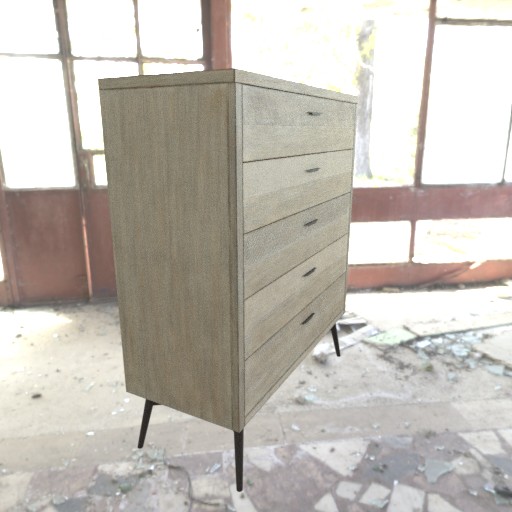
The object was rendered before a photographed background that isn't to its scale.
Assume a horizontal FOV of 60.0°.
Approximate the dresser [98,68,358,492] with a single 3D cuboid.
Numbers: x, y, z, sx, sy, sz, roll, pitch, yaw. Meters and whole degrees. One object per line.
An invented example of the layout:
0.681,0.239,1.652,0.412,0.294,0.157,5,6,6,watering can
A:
0.000,0.000,1.724,0.457,1.219,1.016,8,18,27,dresser
